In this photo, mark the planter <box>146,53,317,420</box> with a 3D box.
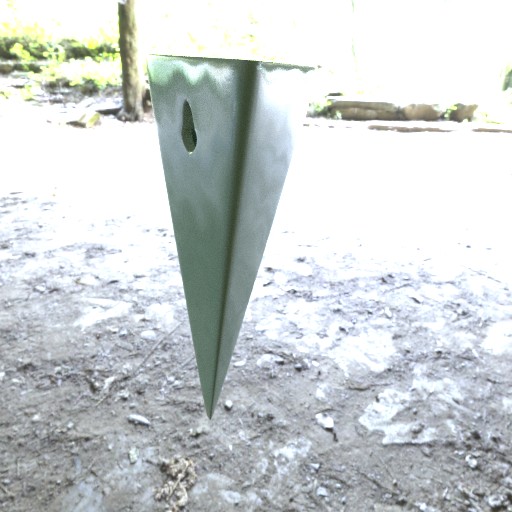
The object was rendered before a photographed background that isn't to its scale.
[{"bbox_3d":[0.000,0.000,0.215,0.064,0.178,0.080,-17,31,-31],"label":"planter"}]
